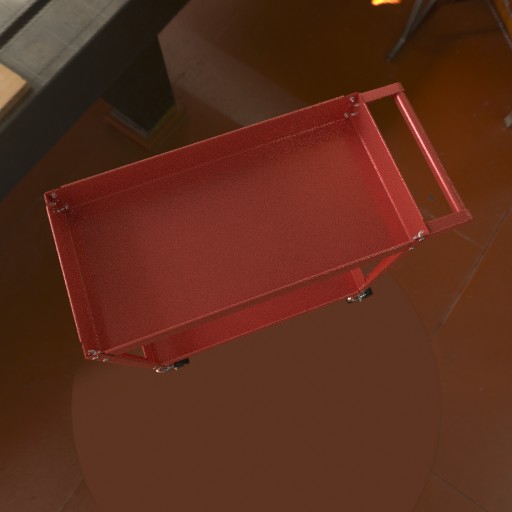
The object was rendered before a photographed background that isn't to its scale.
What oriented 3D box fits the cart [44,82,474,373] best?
[{"bbox_3d":[0.000,0.000,1.195,0.779,0.719,0.366,-19,75,-6],"label":"cart"}]
